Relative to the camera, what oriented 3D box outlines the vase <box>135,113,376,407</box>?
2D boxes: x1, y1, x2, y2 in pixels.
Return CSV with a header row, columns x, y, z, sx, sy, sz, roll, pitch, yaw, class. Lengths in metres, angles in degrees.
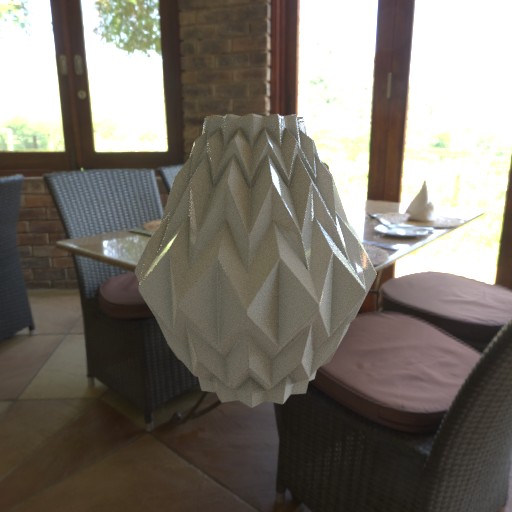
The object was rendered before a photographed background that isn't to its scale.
x,y,z,sx,sy,sz,roll,pitch,yaw,class
0.000,0.000,0.308,0.164,0.185,0.164,0,14,0,vase
